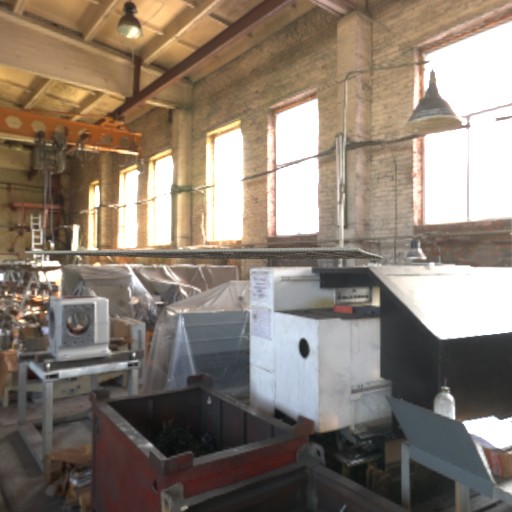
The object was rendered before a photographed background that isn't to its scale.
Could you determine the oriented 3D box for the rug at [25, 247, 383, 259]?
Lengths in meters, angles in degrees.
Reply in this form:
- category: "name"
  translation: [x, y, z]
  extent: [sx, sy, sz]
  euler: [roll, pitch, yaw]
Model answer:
- category: "rug"
  translation: [0.000, 0.000, 2.908]
  extent: [1.528, 0.014, 2.294]
  euler: [0, -1, 18]
